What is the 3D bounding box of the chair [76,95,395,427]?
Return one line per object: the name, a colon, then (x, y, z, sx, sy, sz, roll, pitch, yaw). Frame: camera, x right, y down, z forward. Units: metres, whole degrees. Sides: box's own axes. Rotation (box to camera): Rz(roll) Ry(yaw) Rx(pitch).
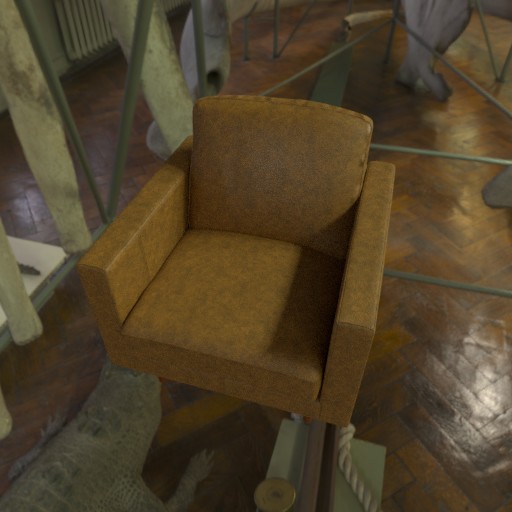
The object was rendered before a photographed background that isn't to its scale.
chair: (0.000, 0.000, 1.663, 0.890, 0.956, 0.909, 11, 43, 12)
